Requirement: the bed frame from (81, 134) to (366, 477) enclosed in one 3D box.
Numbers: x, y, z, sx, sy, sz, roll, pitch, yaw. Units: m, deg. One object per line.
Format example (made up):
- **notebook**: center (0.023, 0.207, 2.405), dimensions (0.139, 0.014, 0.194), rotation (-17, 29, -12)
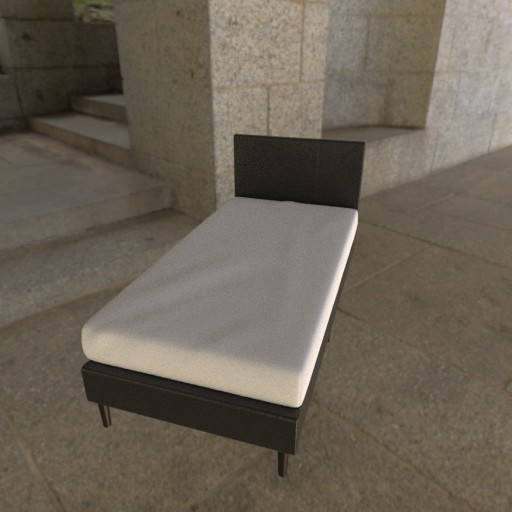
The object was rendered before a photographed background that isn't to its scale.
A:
- **bed frame**: center (0.000, 0.000, 2.560), dimensions (1.038, 1.046, 2.152), rotation (8, 27, 16)
